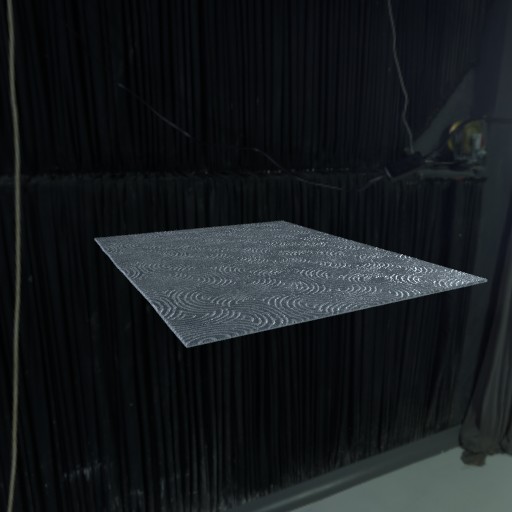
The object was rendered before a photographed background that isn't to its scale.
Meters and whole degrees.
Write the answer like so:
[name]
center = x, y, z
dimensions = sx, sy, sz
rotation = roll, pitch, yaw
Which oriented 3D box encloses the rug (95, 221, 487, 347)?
[rug]
center = 0.000, 0.000, 4.171
dimensions = 2.456, 0.021, 3.042
rotation = -7, 16, -27
